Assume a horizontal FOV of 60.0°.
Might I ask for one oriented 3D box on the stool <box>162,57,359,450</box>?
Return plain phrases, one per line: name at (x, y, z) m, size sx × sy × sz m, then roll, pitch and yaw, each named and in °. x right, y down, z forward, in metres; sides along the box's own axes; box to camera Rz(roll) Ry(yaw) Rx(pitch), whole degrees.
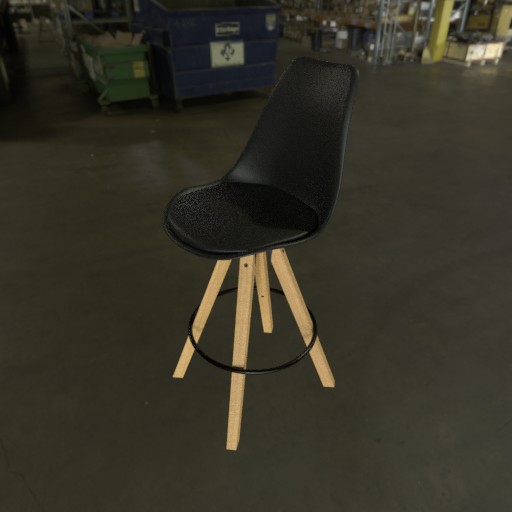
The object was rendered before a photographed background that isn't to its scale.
stool at (0.000, 0.000, 1.422) m, size 0.550 × 1.115 × 0.485 m, roll -21°, pitch 38°, yaw -30°
